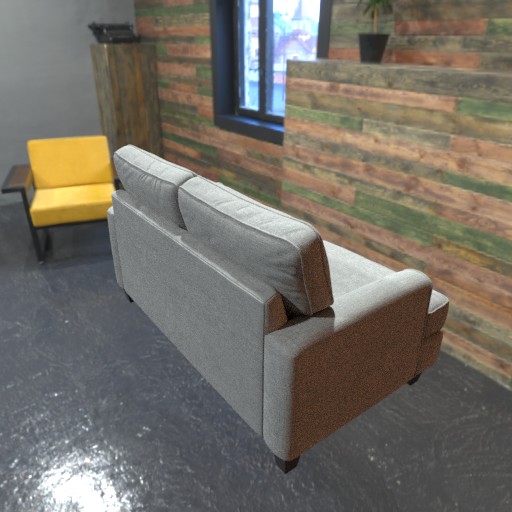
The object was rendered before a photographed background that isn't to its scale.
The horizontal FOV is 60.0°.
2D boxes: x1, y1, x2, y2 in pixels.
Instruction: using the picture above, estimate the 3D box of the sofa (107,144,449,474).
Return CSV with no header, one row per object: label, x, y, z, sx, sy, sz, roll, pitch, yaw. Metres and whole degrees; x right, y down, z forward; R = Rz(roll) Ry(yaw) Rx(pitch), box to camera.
sofa,0.000,0.000,2.239,0.965,0.965,1.651,-18,32,-32
